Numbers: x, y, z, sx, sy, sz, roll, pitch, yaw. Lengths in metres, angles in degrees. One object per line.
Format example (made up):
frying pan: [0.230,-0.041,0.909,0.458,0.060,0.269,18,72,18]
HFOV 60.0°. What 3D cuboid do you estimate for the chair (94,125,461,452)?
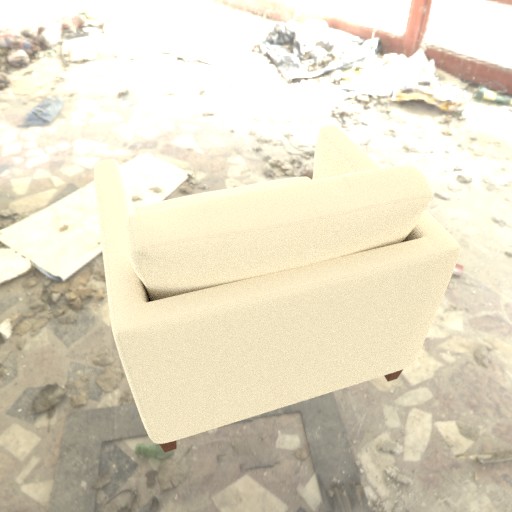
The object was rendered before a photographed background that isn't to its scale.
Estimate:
chair: [0.000,0.000,1.630,1.019,0.885,0.878,-13,44,-14]
